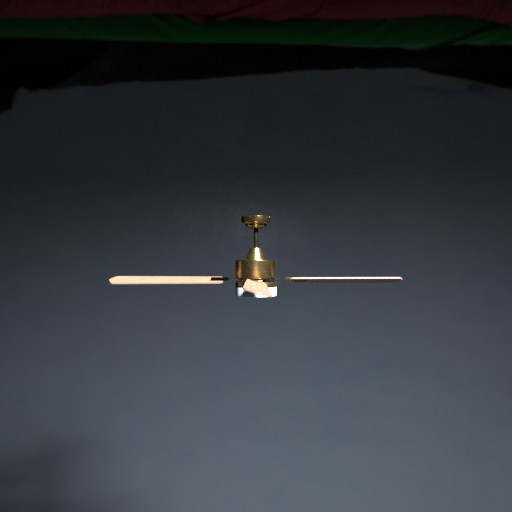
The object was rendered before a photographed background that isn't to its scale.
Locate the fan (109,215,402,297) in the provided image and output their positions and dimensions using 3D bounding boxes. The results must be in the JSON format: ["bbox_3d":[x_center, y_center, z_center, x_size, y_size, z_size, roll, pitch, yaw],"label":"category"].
[{"bbox_3d":[0.000,0.000,2.001,1.320,0.355,1.320,0,0,0],"label":"fan"}]
